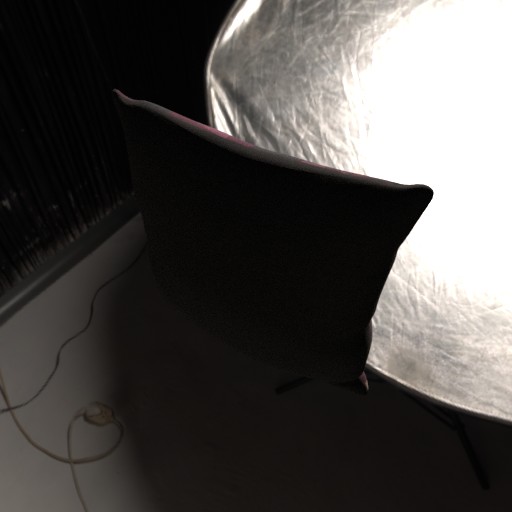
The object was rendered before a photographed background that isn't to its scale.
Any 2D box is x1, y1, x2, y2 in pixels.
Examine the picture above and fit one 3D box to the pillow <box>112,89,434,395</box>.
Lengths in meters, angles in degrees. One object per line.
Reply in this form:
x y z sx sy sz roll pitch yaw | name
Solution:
0.000 0.000 0.763 0.503 0.496 0.208 24 51 21 | pillow
